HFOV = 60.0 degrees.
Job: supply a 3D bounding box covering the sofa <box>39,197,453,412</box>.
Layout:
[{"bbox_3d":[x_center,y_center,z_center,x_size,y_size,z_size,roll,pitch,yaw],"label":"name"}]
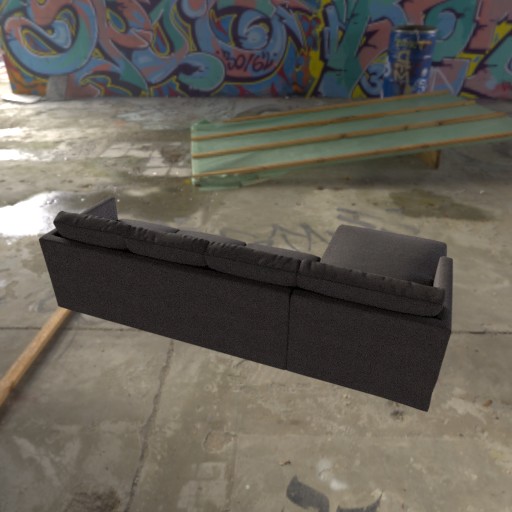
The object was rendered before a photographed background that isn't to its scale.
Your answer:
[{"bbox_3d":[0.000,0.000,3.917,3.205,0.922,1.650,11,33,18],"label":"sofa"}]
